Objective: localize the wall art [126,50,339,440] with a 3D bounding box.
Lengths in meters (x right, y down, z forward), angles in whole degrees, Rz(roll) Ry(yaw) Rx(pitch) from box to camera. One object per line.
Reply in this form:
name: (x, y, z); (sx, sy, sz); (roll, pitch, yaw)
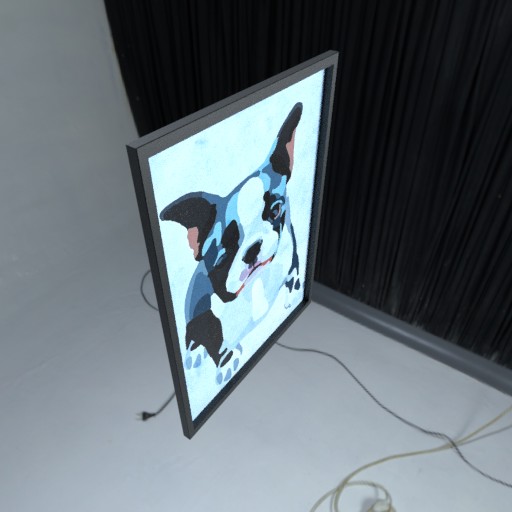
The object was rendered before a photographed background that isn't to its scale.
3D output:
wall art: (0.000, 0.000, 1.371); (0.030, 1.027, 0.774); (25, 45, 27)
